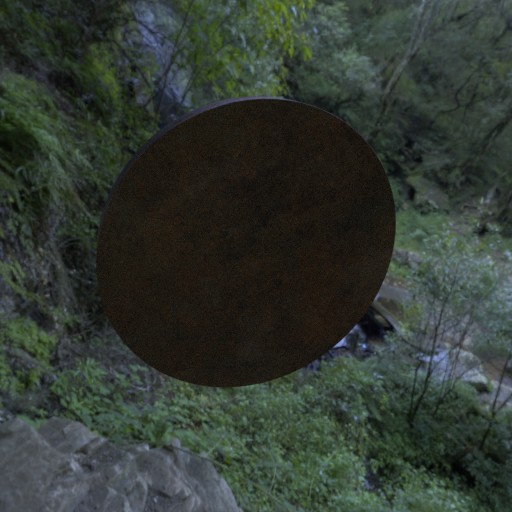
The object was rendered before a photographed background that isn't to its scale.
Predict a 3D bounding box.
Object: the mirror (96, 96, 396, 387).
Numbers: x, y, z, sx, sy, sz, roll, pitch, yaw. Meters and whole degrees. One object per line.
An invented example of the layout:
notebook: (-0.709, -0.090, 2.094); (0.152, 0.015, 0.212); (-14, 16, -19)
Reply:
mirror: (0.000, 0.000, 0.862); (0.585, 0.585, 0.061); (-8, 27, -16)
